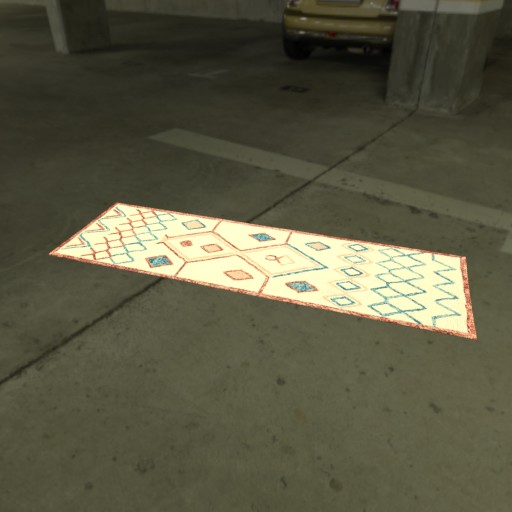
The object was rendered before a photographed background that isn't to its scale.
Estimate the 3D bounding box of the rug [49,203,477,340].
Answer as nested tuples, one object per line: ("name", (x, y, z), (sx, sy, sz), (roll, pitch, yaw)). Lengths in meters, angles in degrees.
("rug", (0.000, 0.000, 2.706), (2.435, 0.011, 0.750), (10, 34, 15))
